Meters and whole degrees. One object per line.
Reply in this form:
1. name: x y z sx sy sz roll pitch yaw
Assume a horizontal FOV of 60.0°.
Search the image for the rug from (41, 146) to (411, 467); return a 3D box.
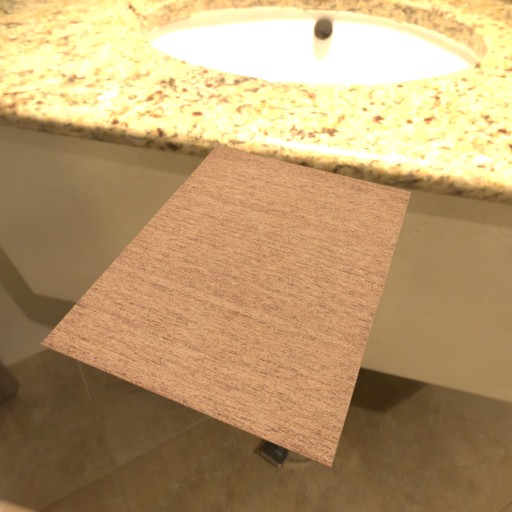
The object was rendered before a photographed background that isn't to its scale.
1. rug: 0.000 0.000 4.294 2.448 0.013 3.205 17 48 16
